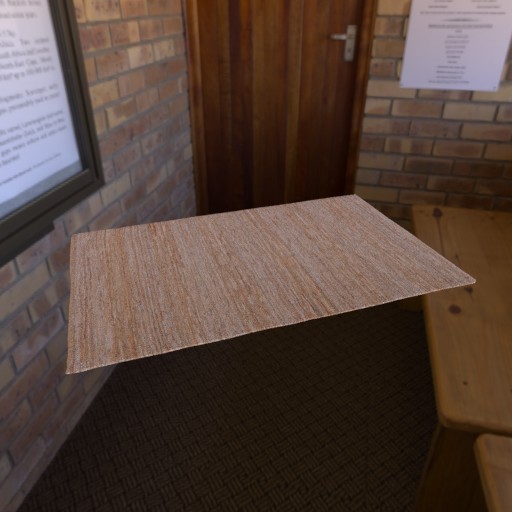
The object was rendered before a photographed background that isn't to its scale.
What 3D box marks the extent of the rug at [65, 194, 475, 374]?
[{"bbox_3d":[0.000,0.000,3.076,2.446,0.009,1.529,-10,32,-16],"label":"rug"}]
